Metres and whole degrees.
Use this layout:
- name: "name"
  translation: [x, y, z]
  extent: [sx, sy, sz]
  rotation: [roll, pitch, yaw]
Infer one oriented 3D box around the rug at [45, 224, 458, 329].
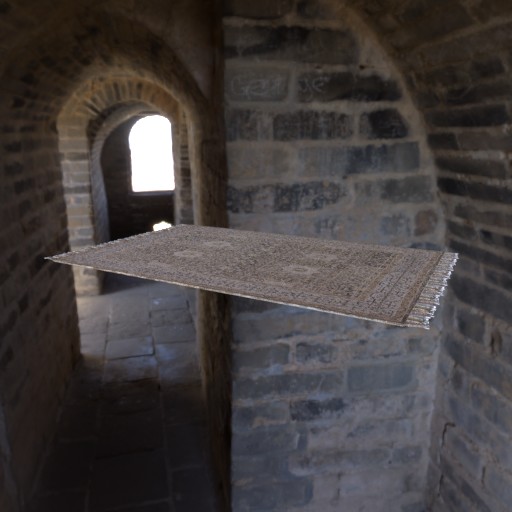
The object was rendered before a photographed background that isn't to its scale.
- name: "rug"
  translation: [0.000, 0.000, 2.519]
  extent: [2.029, 0.010, 1.237]
  rotation: [8, 16, 28]
